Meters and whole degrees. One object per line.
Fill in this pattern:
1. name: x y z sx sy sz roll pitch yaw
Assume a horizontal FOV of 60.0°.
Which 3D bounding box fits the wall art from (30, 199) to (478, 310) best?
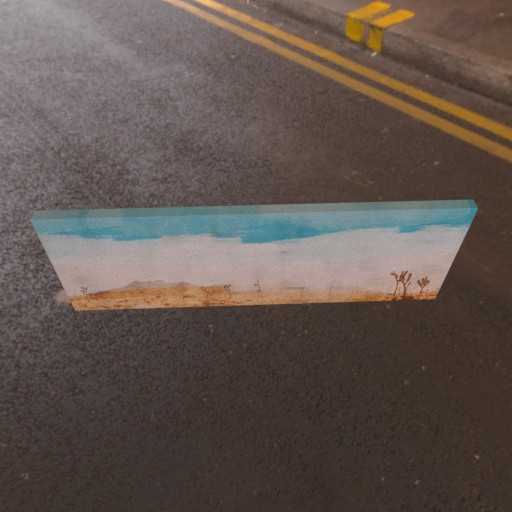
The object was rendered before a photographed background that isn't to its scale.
1. wall art: 0.000 0.000 0.854 0.759 0.254 0.044 -2 47 -2
